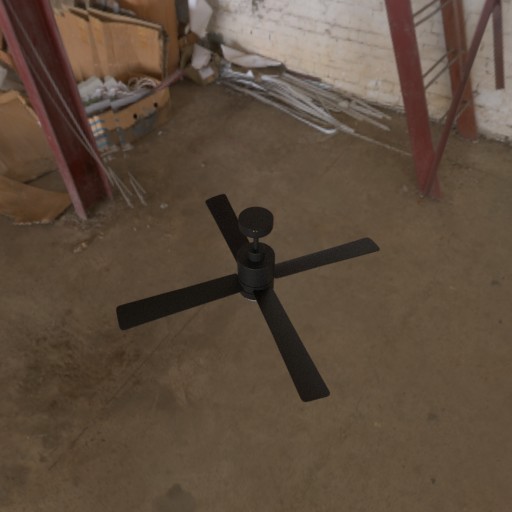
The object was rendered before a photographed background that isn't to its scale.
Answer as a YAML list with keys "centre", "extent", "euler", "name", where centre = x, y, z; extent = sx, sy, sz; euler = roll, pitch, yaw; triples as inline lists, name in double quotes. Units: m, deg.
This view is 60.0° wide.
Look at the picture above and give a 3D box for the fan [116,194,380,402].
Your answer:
- centre: [0.000, 0.000, 2.336]
  extent: [1.525, 0.534, 1.525]
  euler: [-15, 49, -14]
  name: "fan"
